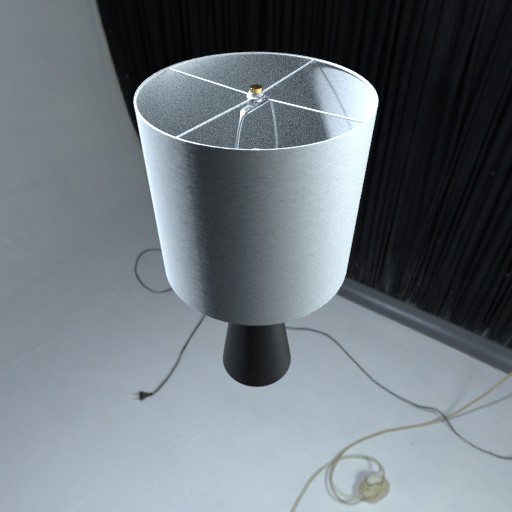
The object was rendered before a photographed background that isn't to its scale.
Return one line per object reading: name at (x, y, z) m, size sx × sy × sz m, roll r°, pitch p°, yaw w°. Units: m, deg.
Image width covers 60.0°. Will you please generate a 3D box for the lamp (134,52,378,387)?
lamp at (0.000, 0.000, 0.759) m, size 0.308 × 0.580 × 0.308 m, roll 25°, pitch 48°, yaw 25°
